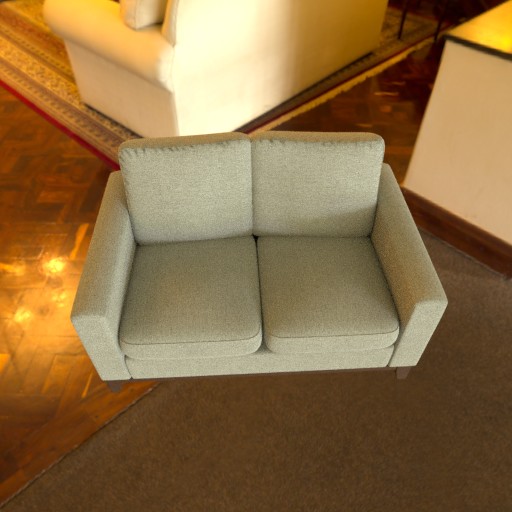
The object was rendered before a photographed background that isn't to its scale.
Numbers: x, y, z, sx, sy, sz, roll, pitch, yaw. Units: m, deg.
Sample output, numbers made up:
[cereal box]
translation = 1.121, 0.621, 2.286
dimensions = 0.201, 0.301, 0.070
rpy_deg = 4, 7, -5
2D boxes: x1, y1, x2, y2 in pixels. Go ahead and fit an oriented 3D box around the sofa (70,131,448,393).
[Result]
[sofa]
translation = 0.000, 0.000, 2.036
dimensions = 1.420, 0.873, 0.917
rpy_deg = -2, 47, -2
